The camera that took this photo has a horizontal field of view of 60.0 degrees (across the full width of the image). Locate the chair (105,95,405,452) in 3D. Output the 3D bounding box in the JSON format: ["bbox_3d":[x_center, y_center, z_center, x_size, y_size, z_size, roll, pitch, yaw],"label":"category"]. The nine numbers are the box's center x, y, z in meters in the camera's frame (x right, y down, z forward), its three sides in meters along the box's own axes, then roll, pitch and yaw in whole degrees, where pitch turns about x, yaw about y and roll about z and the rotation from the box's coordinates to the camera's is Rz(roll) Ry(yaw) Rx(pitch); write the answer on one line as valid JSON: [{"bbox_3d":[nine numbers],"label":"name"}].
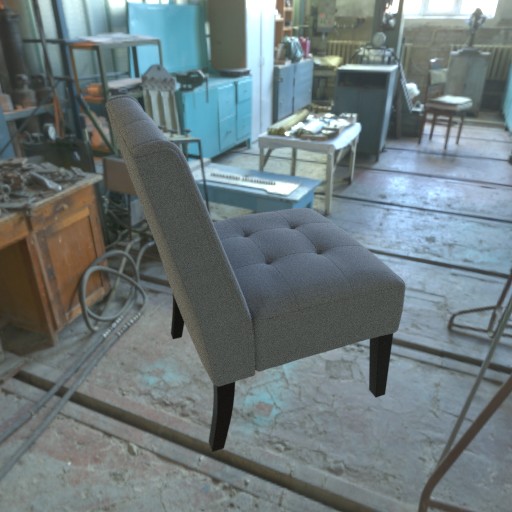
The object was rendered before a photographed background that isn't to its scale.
[{"bbox_3d":[0.000,0.000,1.289,0.676,0.853,0.569,-11,30,-19],"label":"chair"}]
